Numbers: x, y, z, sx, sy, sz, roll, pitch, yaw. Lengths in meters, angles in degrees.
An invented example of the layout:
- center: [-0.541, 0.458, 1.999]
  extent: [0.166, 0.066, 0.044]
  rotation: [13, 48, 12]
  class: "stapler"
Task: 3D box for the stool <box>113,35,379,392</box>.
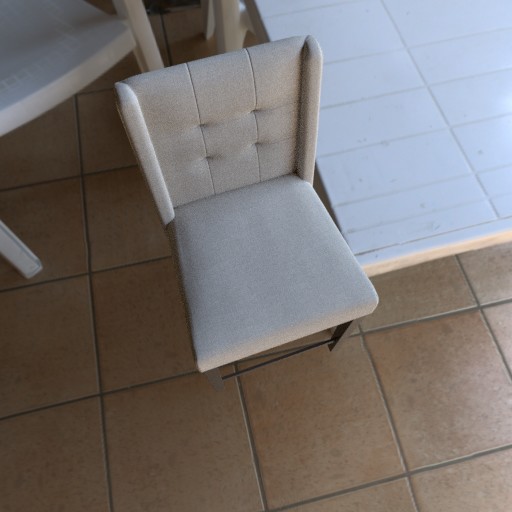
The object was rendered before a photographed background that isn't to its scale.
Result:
- center: [0.000, 0.000, 1.223]
  extent: [0.474, 0.939, 0.509]
  rotation: [-18, 67, -8]
  class: "stool"
